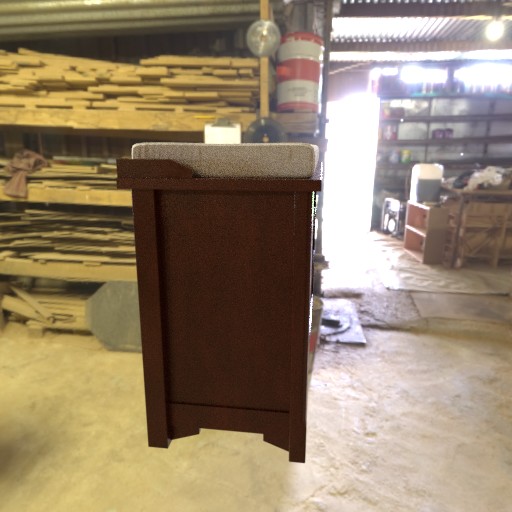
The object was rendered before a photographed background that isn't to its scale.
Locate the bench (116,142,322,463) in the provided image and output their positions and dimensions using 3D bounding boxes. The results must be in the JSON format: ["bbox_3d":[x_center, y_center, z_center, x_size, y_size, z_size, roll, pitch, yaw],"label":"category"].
[{"bbox_3d":[0.000,0.000,1.314,0.369,0.646,0.987,2,14,8],"label":"bench"}]
